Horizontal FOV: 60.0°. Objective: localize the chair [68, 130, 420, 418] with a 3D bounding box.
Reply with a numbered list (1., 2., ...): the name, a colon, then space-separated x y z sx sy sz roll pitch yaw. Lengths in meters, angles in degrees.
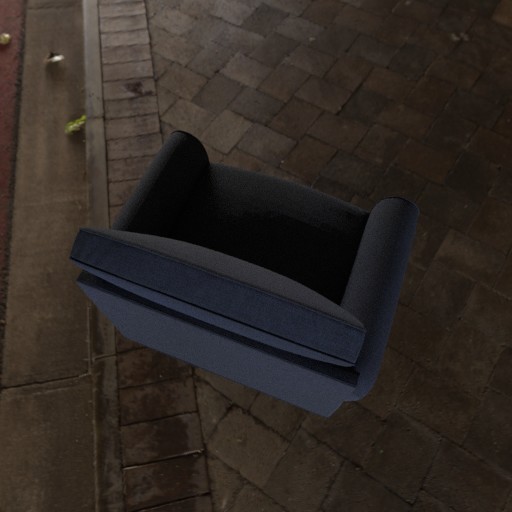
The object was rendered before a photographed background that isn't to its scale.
1. chair: 0.000 0.000 2.034 1.285 1.044 0.963 19 64 10
